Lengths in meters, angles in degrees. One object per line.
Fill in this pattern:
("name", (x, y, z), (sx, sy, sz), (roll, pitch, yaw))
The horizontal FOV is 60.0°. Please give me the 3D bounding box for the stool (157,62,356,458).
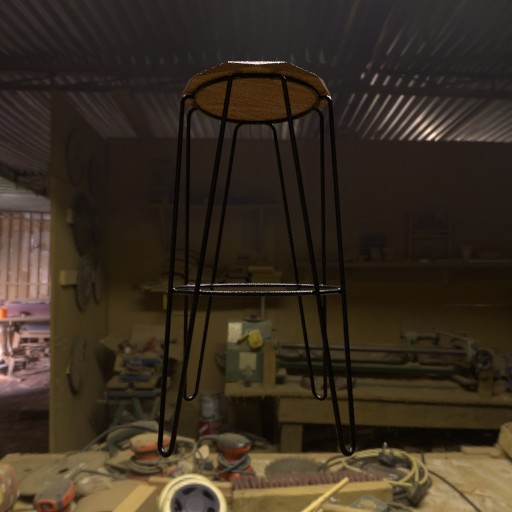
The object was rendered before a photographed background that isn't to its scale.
("stool", (0.000, 0.000, 0.815), (0.326, 0.610, 0.326), (0, -2, 0))
